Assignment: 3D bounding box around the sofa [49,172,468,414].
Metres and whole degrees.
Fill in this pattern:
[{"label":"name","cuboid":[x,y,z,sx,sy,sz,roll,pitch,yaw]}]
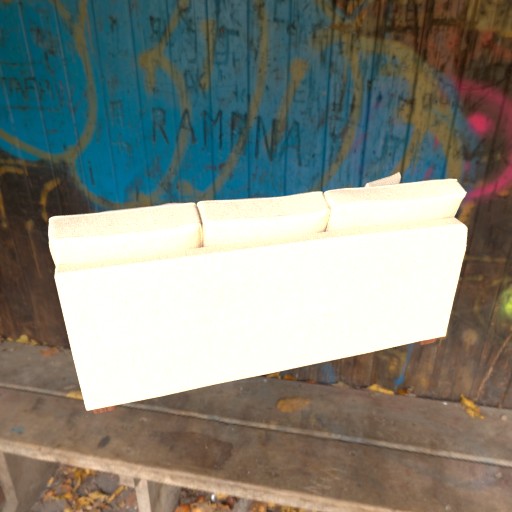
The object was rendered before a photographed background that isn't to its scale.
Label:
[{"label":"sofa","cuboid":[0.000,0.000,2.508,1.962,0.946,1.034,-8,27,-15]}]
